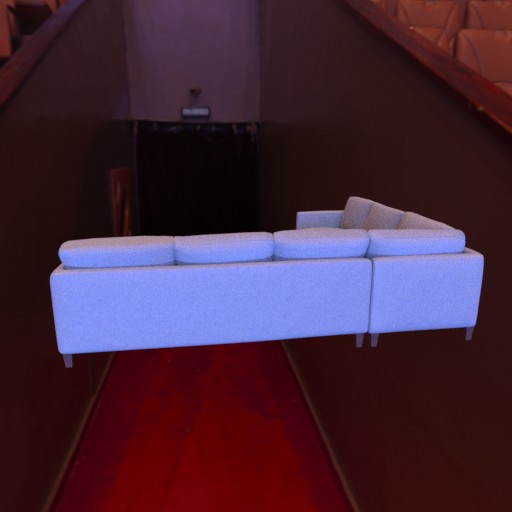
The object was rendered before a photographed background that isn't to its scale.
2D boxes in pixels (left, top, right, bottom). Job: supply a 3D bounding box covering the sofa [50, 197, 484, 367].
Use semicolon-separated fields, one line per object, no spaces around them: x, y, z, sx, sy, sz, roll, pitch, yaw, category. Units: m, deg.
0.000;0.000;4.519;3.301;0.947;2.592;-2;14;-8;sofa
